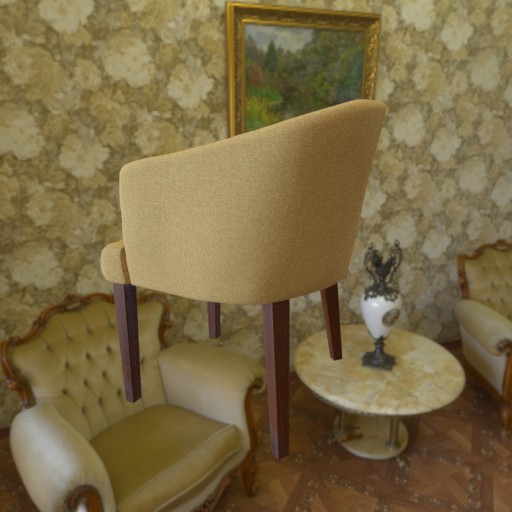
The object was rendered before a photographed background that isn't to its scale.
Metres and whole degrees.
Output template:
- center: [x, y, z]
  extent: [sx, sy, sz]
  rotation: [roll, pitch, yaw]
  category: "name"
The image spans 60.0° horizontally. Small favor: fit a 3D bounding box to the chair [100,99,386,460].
- center: [0.000, 0.000, 1.248]
  extent: [0.655, 0.811, 0.583]
  rotation: [7, 17, 24]
  category: "chair"
